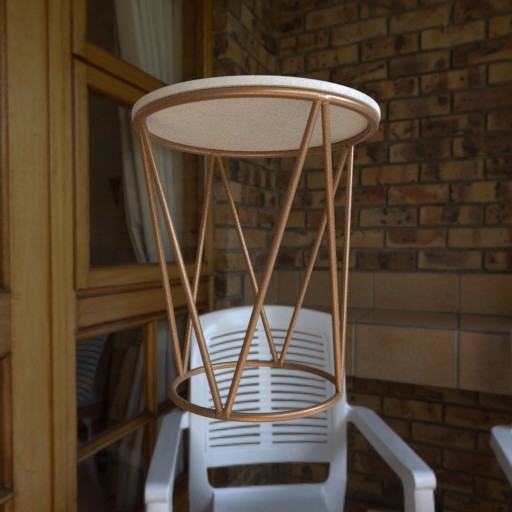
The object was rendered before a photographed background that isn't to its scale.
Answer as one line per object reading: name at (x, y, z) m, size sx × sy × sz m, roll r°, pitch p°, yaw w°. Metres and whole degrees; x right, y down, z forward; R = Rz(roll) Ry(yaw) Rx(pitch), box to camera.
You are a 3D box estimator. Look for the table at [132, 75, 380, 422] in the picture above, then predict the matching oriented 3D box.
table at (0.000, 0.000, 0.933) m, size 0.500 × 0.564 × 0.500 m, roll 0°, pitch 1°, yaw 0°
